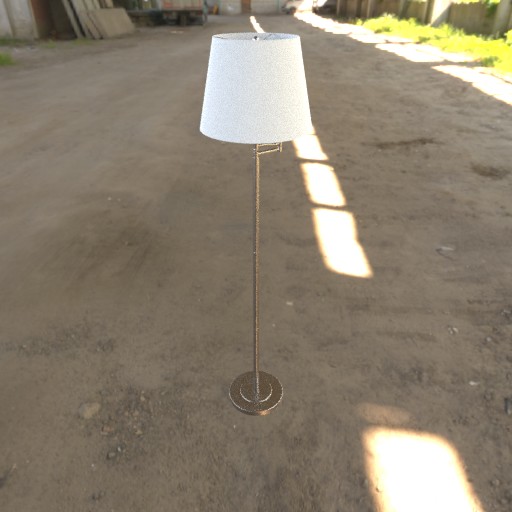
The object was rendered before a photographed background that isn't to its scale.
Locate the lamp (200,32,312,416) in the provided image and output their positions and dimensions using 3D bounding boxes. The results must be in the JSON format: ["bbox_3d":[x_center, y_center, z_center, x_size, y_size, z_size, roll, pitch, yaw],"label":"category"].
[{"bbox_3d":[0.000,0.000,1.653,0.355,1.473,0.355,0,31,0],"label":"lamp"}]
